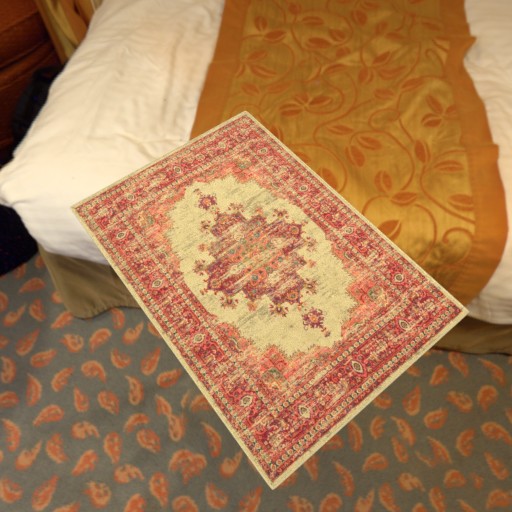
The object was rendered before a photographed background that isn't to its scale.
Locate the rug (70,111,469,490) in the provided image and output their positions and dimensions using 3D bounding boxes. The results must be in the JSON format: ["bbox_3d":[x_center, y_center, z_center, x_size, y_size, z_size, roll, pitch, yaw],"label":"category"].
[{"bbox_3d":[0.000,0.000,3.731,2.005,0.014,2.878,-34,66,-18],"label":"rug"}]
